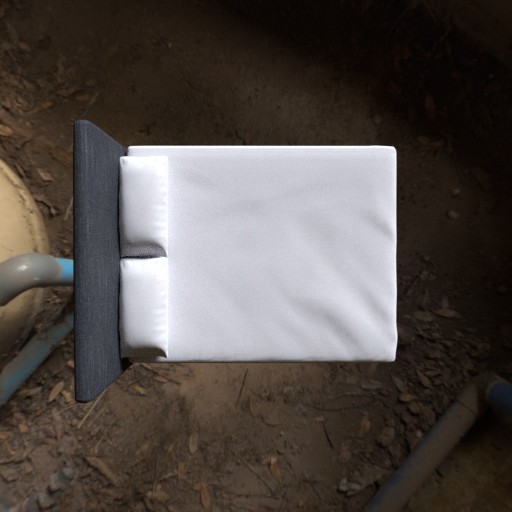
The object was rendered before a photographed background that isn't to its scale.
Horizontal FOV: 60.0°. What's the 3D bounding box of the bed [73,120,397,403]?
[{"bbox_3d":[0.000,0.000,3.200,2.142,1.330,1.723,0,91,0],"label":"bed"}]
